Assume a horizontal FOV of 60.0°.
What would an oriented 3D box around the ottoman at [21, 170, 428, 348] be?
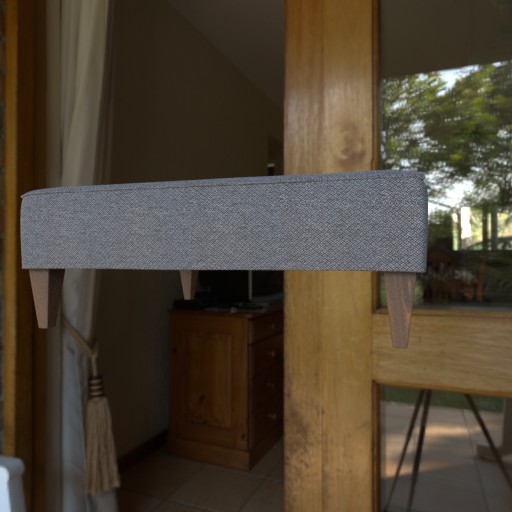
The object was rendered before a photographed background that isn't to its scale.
[{"bbox_3d":[0.000,0.000,1.441,0.981,0.378,0.970,0,0,17],"label":"ottoman"}]
